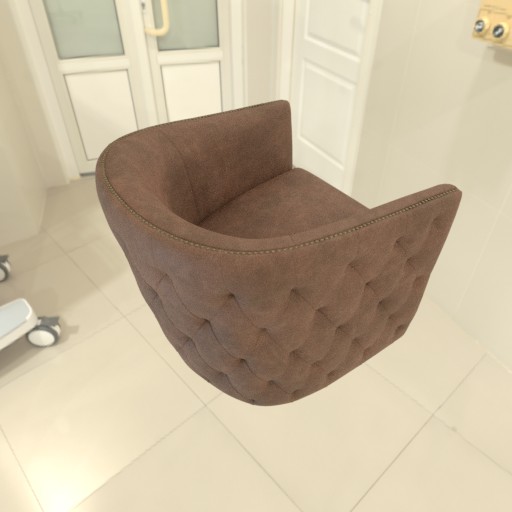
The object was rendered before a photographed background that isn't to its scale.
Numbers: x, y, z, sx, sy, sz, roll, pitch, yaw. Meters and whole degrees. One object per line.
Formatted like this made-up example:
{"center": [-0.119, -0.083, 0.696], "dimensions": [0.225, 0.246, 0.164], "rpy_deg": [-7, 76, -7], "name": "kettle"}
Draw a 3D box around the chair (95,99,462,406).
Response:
{"center": [0.000, 0.000, 1.509], "dimensions": [0.870, 0.790, 0.850], "rpy_deg": [-25, 47, -26], "name": "chair"}
